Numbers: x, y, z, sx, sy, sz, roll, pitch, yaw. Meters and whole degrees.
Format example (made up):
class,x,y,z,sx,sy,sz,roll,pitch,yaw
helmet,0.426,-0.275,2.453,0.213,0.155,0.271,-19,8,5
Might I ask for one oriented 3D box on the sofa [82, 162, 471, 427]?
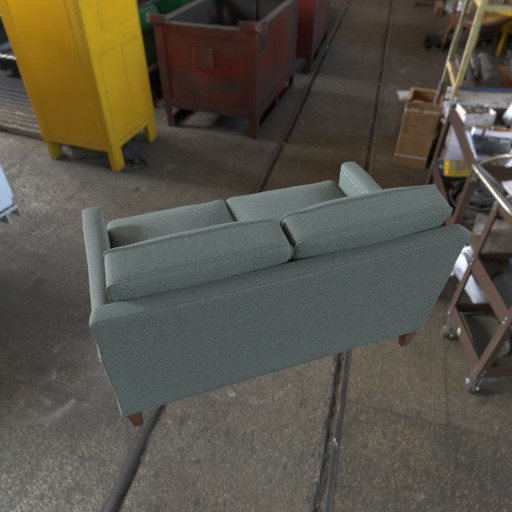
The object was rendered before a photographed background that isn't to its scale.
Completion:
class,x,y,z,sx,sy,sz,roll,pitch,yaw
sofa,0.000,0.000,2.226,1.597,1.003,1.084,-13,43,-14
